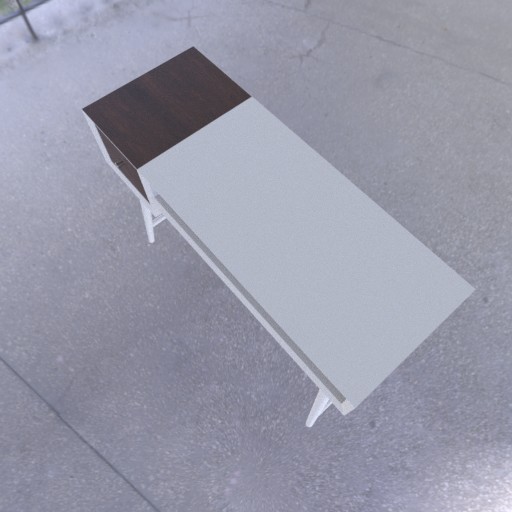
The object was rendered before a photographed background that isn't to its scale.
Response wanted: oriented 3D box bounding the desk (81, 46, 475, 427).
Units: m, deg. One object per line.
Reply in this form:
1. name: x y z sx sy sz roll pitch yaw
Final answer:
1. desk: 0.000 0.000 1.476 0.409 0.761 1.069 -38 70 -17
